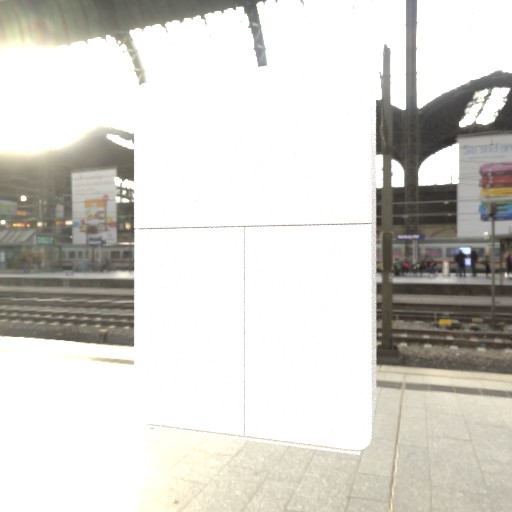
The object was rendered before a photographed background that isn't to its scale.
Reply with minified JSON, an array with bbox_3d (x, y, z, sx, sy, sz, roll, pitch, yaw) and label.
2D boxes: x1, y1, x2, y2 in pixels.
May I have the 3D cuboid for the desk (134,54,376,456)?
[{"bbox_3d":[0.000,0.000,1.540,0.795,1.190,0.278,0,0,18],"label":"desk"}]
